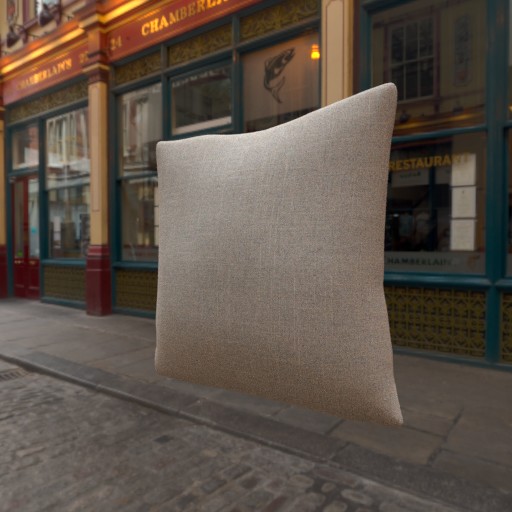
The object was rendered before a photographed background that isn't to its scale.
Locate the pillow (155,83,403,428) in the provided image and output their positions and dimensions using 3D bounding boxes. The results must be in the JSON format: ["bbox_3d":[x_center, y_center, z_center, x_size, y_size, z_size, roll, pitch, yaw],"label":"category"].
[{"bbox_3d":[0.000,0.000,0.871,0.578,0.558,0.192,0,1,36],"label":"pillow"}]
